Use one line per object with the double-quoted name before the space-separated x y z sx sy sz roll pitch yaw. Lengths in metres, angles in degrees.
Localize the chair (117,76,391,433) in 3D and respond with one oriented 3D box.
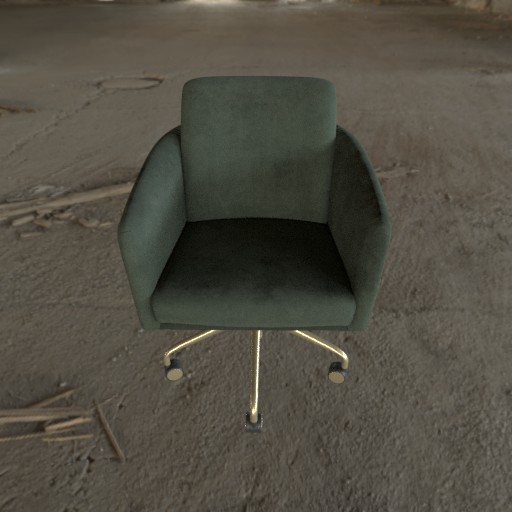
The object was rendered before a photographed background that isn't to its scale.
"chair" 0.000 0.000 1.321 0.641 0.908 0.635 1 33 1
